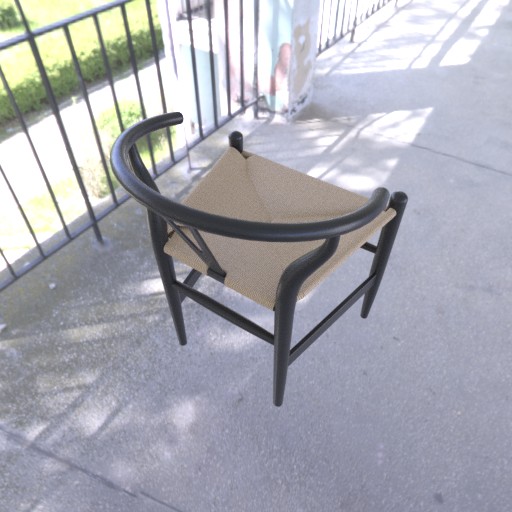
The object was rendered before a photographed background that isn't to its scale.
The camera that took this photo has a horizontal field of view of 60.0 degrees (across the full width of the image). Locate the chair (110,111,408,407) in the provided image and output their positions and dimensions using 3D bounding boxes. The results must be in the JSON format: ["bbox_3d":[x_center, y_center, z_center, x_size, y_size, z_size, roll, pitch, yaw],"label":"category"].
[{"bbox_3d":[0.000,0.000,1.141,0.570,0.739,0.570,26,52,23],"label":"chair"}]
